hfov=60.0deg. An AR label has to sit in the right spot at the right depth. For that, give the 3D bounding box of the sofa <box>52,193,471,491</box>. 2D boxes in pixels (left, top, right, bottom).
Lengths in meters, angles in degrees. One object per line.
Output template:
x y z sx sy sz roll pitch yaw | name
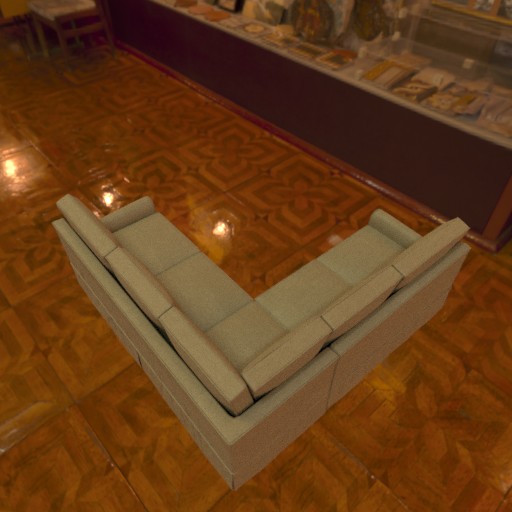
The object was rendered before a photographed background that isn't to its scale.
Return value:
0.000 0.000 4.047 2.618 1.081 2.623 -31 53 -27 | sofa
